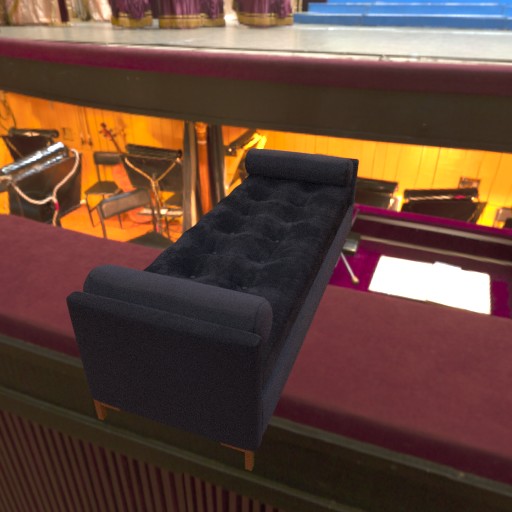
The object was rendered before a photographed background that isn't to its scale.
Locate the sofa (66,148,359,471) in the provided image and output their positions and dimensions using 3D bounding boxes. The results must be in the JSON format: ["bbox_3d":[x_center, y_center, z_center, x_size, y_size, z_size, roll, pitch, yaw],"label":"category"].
[{"bbox_3d":[0.000,0.000,2.528,0.796,0.705,2.102,11,32,18],"label":"sofa"}]
